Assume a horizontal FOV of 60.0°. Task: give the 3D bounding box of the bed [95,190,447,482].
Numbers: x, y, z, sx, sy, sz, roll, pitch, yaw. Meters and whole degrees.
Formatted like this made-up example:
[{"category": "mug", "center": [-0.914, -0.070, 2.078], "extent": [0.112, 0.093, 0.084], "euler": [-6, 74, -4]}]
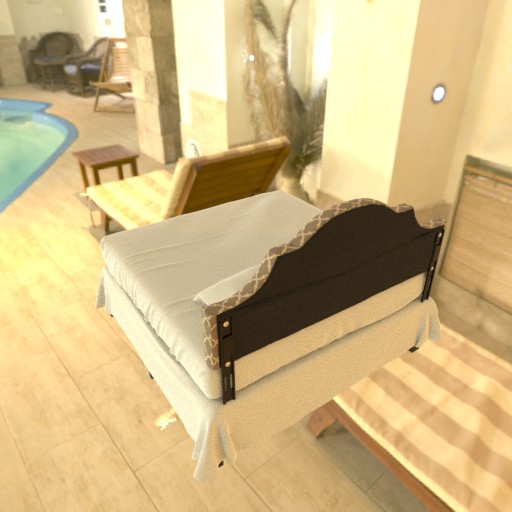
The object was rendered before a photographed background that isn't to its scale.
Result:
[{"category": "bed", "center": [0.000, 0.000, 3.616], "extent": [2.314, 1.601, 2.222], "euler": [-19, 35, -29]}]
